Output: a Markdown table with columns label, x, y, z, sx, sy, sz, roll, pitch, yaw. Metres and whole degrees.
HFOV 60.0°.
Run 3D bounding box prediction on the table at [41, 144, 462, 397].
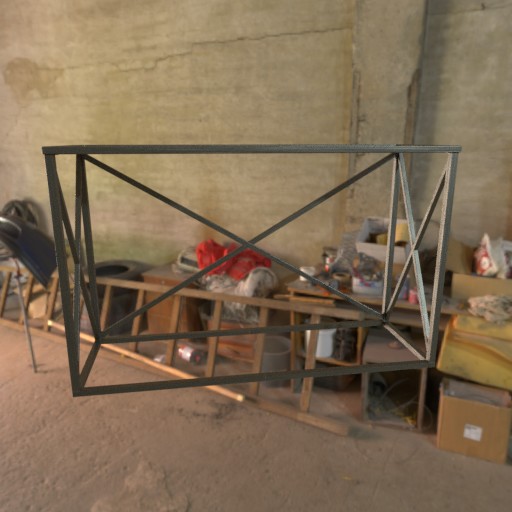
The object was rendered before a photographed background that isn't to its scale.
| label | x | y | z | sx | sy | sz | roll | pitch | yaw |
| --- | --- | --- | --- | --- | --- | --- | --- | --- | --- |
| table | 0.000 | 0.000 | 1.553 | 1.216 | 0.753 | 0.402 | -2 | 15 | -9 |
